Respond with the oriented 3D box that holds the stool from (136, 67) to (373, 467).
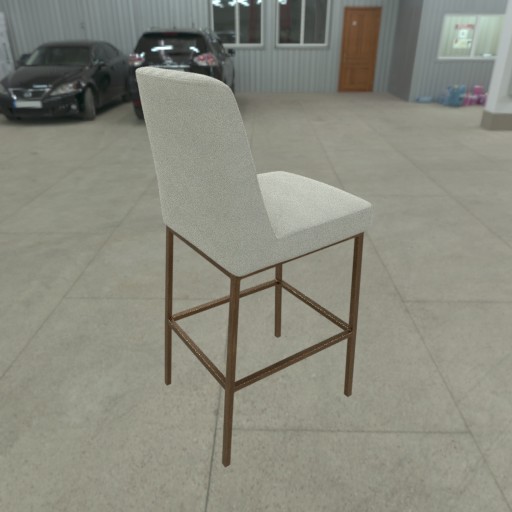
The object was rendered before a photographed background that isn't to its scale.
[{"bbox_3d":[0.000,0.000,1.371,0.546,1.084,0.462,-17,31,-30],"label":"stool"}]
